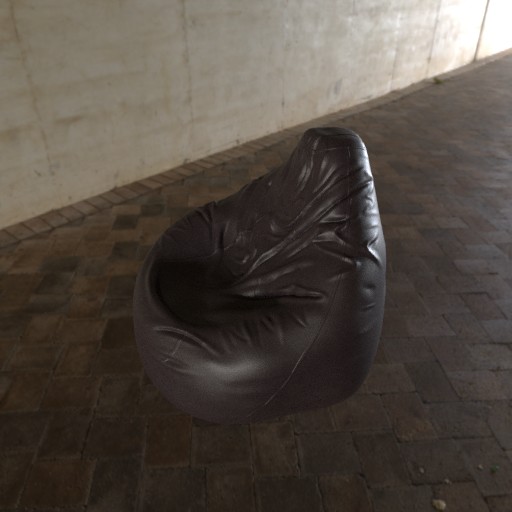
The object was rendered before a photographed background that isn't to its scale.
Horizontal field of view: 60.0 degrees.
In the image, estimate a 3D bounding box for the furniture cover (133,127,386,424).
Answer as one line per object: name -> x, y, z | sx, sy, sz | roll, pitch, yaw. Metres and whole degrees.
furniture cover -> 0.000, 0.000, 1.849 | 1.070, 0.990, 1.070 | -9, 33, -15
